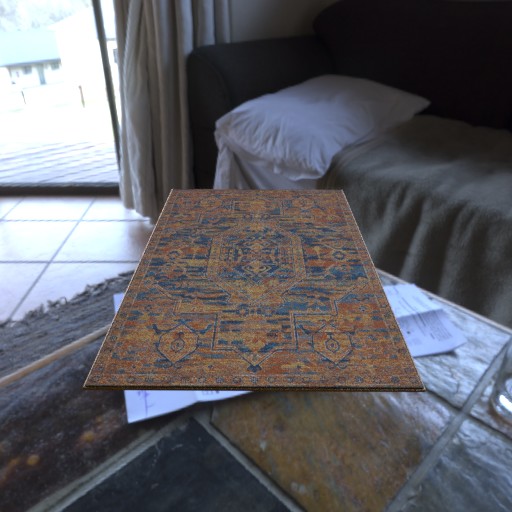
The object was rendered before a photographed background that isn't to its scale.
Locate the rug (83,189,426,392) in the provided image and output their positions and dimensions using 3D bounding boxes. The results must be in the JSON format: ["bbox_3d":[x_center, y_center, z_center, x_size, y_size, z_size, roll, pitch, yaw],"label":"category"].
[{"bbox_3d":[0.000,0.000,2.231,1.148,0.013,1.758,0,31,0],"label":"rug"}]
